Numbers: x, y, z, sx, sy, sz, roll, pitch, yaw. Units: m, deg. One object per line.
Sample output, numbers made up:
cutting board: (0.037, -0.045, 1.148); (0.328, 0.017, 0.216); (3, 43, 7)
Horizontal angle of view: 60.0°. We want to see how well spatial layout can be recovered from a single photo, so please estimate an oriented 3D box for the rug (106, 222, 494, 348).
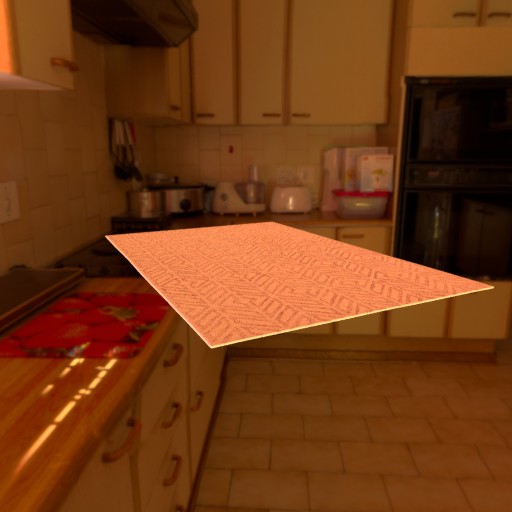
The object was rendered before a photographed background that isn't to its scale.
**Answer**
rug: (0.000, 0.000, 2.305); (1.220, 0.007, 1.828); (-7, 15, -26)
